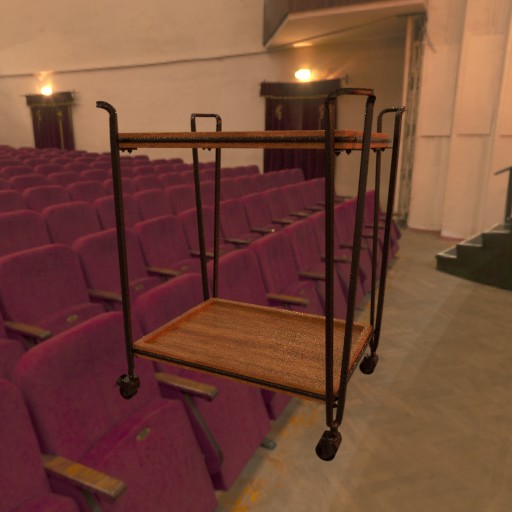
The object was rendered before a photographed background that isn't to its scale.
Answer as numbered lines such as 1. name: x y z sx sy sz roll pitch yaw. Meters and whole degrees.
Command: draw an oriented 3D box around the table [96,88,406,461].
1. table: 0.000 0.000 1.211 0.672 0.785 0.505 7 16 25
